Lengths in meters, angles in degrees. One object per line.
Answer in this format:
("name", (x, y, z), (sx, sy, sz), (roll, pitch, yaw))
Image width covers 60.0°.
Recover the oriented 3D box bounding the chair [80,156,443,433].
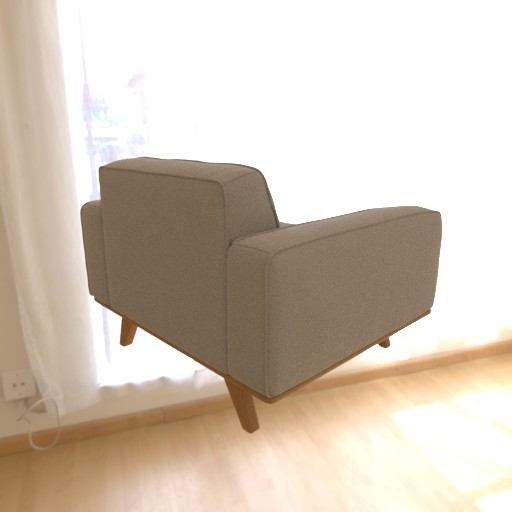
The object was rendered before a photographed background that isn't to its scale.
("chair", (0.000, 0.000, 1.766), (0.953, 0.779, 1.115), (-15, 21, -42))
